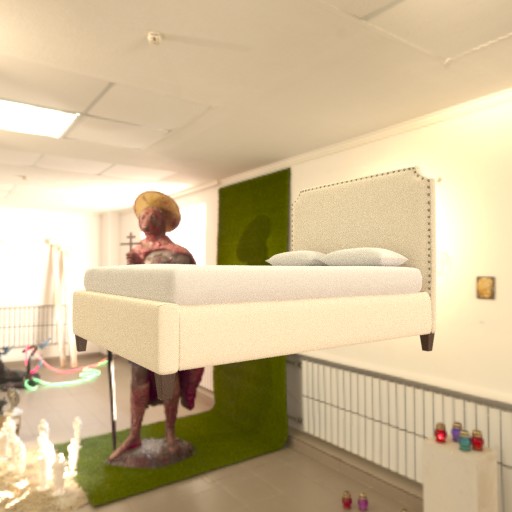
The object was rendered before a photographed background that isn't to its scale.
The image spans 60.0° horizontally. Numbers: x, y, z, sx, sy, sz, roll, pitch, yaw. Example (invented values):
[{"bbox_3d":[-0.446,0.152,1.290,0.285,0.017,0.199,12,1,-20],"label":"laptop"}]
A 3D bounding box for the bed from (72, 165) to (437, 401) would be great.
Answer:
[{"bbox_3d":[0.000,0.000,3.519,2.372,1.497,1.712,1,-2,-36],"label":"bed"}]
